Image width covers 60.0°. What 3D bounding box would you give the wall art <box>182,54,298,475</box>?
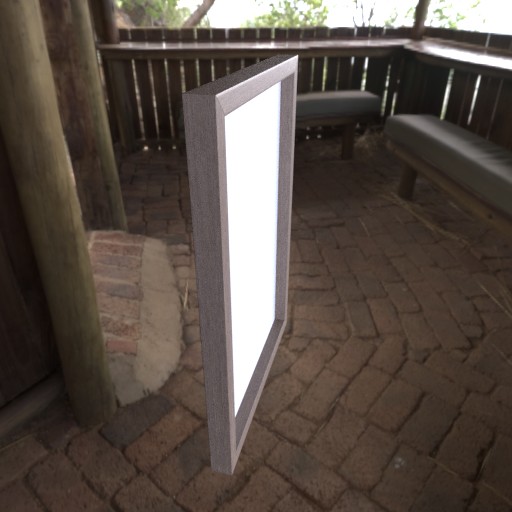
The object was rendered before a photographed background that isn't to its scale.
[{"bbox_3d":[0.000,0.000,0.651,0.032,0.510,0.358,8,30,14],"label":"wall art"}]
